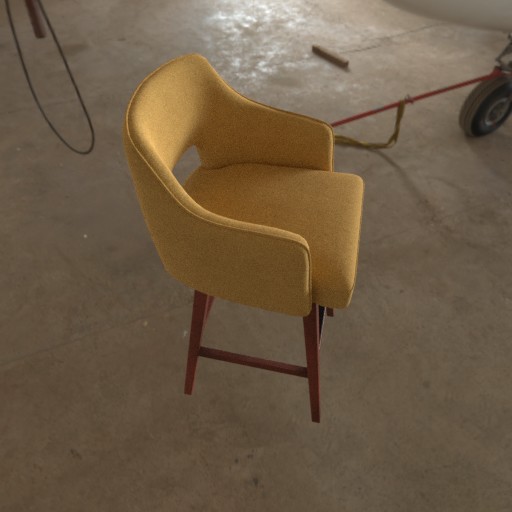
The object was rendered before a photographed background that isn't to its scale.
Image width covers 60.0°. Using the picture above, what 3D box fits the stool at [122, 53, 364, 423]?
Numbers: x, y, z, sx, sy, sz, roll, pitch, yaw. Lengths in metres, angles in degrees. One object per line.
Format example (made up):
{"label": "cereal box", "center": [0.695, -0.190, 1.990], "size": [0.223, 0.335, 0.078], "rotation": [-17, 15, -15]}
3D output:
{"label": "stool", "center": [0.000, 0.000, 1.319], "size": [0.558, 1.012, 0.548], "rotation": [9, 47, 9]}
